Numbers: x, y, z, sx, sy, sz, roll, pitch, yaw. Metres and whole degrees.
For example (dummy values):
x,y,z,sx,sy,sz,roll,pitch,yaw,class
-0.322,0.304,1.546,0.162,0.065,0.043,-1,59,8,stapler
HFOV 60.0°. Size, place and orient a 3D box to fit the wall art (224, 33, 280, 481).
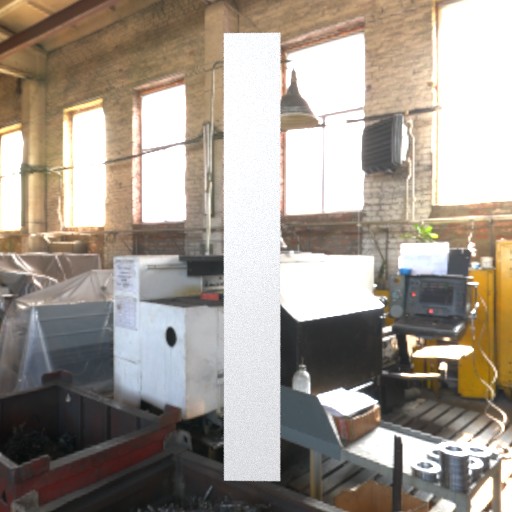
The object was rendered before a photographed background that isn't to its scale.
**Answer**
x,y,z,sx,sy,sz,roll,pitch,yaw,class
0.000,0.000,0.451,0.038,0.302,0.305,0,0,1,wall art
